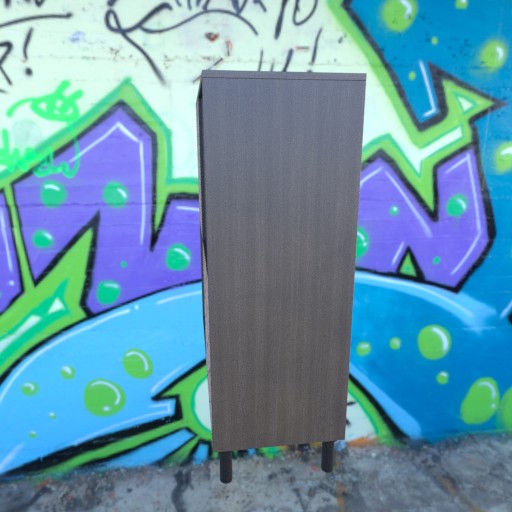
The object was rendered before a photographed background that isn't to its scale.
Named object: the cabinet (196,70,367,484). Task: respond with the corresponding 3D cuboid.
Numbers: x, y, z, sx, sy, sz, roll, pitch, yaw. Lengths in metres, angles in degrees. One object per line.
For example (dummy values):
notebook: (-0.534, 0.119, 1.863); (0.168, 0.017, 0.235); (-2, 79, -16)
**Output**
cabinet: (0.000, 0.000, 1.686); (0.400, 1.170, 1.010); (-2, 15, -8)
